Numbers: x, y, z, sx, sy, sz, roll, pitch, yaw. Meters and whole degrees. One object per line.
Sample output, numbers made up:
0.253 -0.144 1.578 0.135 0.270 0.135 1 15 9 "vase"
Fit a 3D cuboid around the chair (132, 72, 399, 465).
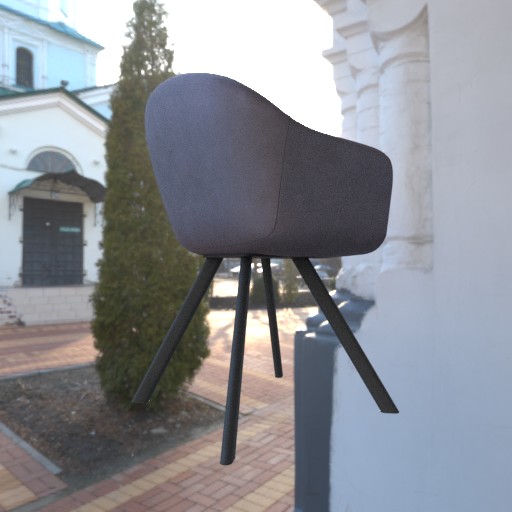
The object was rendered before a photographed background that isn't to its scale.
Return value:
0.000 0.000 1.150 0.544 0.781 0.567 1 -2 -36 "chair"
